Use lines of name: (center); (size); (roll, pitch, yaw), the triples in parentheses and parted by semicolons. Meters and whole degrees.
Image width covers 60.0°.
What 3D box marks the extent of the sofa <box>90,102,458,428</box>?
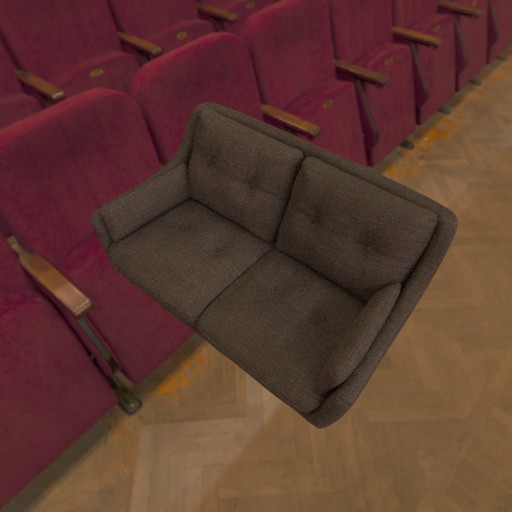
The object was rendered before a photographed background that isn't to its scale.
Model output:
sofa: (0.000, 0.000, 2.301); (1.646, 0.887, 0.976); (32, 55, 26)
